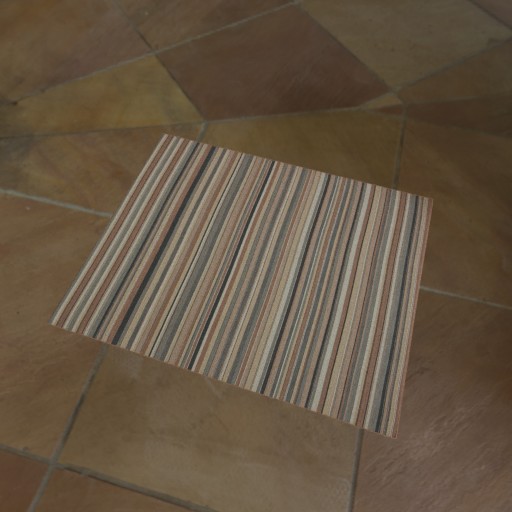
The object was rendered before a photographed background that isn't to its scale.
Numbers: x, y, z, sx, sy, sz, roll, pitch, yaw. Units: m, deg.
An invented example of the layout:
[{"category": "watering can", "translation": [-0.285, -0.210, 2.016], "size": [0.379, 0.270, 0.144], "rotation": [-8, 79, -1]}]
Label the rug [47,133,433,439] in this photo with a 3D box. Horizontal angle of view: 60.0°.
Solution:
[{"category": "rug", "translation": [0.000, 0.000, 4.213], "size": [3.045, 0.011, 2.436], "rotation": [16, 60, 9]}]
